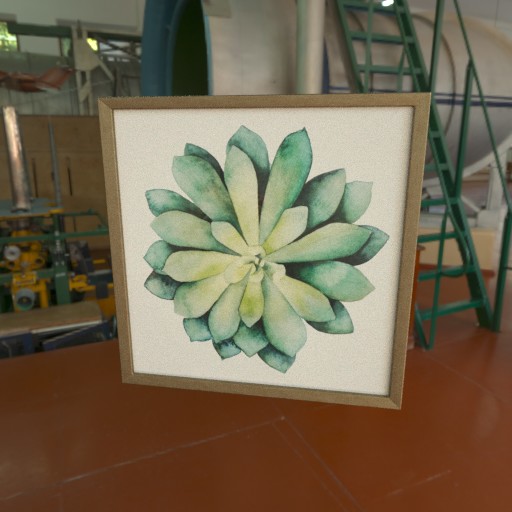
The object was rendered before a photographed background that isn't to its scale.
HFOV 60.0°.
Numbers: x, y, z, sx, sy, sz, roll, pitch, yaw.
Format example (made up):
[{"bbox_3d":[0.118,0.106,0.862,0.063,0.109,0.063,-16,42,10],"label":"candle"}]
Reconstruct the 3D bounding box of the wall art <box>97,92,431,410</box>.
[{"bbox_3d":[0.000,0.000,0.743,0.503,0.506,0.040,3,15,9],"label":"wall art"}]
